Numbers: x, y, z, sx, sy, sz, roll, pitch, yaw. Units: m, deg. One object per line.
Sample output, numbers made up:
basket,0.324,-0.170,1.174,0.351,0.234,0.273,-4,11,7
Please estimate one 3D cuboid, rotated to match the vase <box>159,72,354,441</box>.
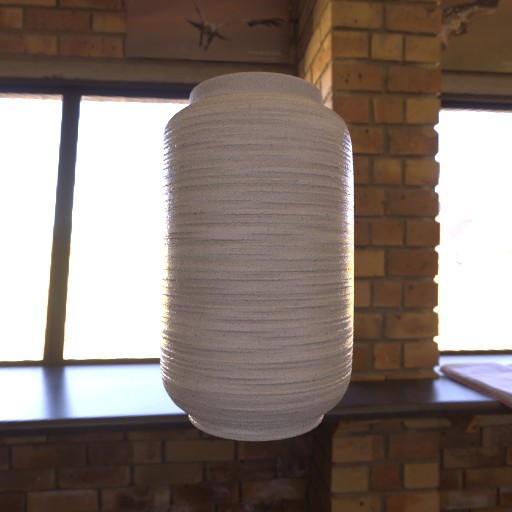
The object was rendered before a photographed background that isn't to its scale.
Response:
vase,0.000,0.000,0.469,0.202,0.335,0.202,0,1,0
